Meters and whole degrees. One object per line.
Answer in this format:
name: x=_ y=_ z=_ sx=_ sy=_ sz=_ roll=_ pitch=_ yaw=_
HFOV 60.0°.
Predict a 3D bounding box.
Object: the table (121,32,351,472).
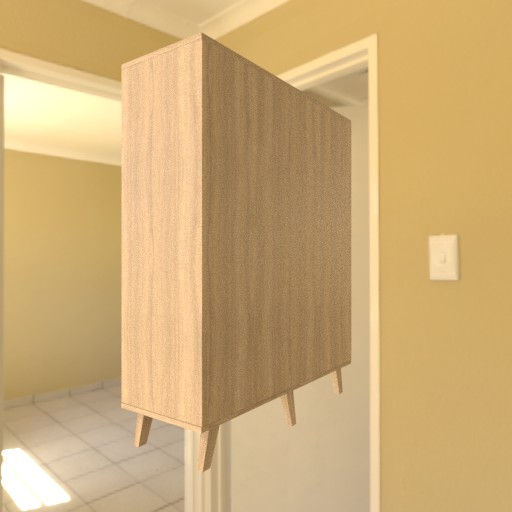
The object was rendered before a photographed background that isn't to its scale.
table: x=0.000 y=0.000 z=1.937 sx=0.398 sy=1.388 sz=1.111 roll=0 pitch=0 yaw=36
